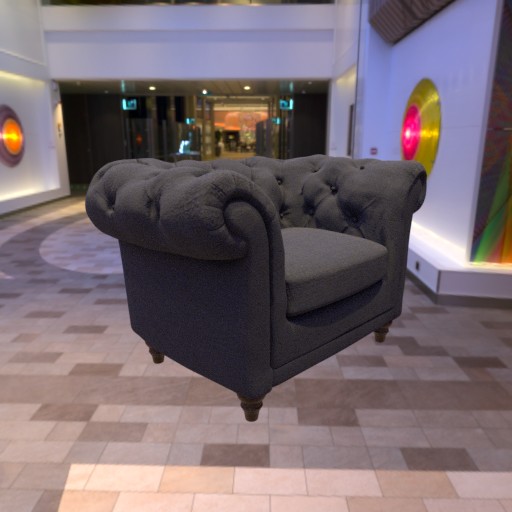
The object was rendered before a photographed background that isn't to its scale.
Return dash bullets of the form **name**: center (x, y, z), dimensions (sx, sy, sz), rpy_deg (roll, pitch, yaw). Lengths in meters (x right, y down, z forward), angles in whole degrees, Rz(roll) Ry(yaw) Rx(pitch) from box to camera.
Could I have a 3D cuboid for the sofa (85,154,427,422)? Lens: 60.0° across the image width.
- **sofa**: center (0.000, 0.000, 2.024), dimensions (1.032, 0.878, 1.405), rpy_deg (14, 20, 43)
